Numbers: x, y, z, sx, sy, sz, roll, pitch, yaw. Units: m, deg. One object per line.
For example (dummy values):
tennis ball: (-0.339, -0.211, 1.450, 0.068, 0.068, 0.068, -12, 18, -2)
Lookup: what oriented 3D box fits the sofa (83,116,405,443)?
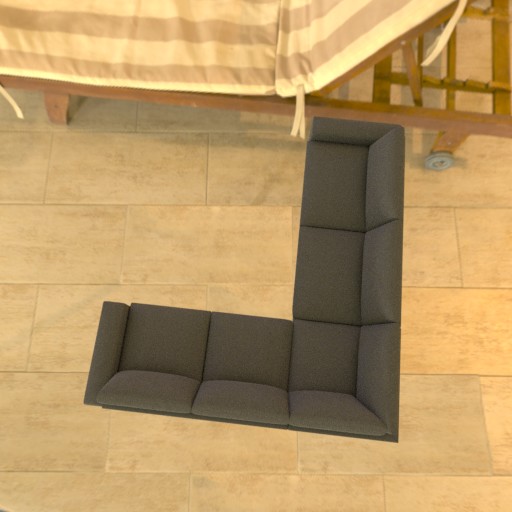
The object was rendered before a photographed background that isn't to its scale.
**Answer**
sofa: (0.000, 0.000, 4.640, 2.895, 0.965, 3.277, 6, 75, 2)
